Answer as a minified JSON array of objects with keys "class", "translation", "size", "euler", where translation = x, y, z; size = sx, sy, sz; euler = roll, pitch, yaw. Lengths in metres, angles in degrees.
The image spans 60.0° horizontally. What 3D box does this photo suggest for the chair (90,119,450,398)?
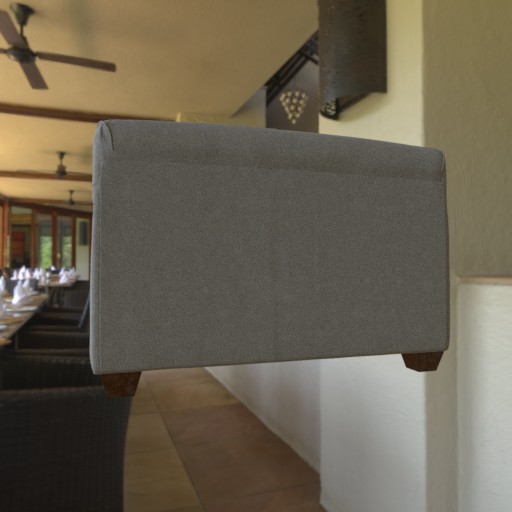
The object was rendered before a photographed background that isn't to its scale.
[{"class":"chair","translation":[0.000,0.000,2.059],"size":[1.395,0.953,0.992],"euler":[0,-1,-17]}]
